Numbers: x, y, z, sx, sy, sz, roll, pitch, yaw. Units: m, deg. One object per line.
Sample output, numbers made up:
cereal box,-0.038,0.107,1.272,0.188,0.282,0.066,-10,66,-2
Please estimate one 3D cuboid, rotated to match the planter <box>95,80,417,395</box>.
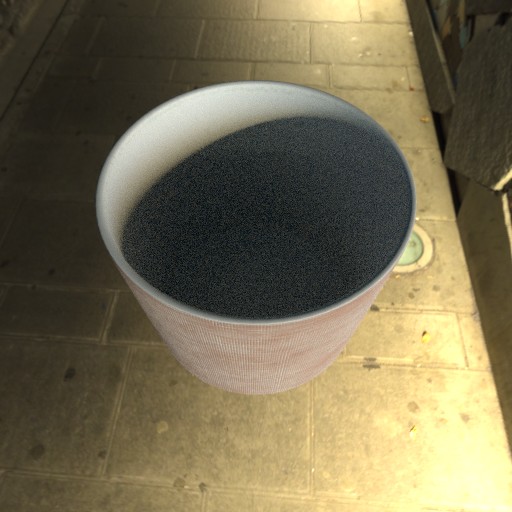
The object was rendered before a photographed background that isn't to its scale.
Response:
planter,0.000,0.000,0.783,0.440,0.398,0.440,0,57,0
